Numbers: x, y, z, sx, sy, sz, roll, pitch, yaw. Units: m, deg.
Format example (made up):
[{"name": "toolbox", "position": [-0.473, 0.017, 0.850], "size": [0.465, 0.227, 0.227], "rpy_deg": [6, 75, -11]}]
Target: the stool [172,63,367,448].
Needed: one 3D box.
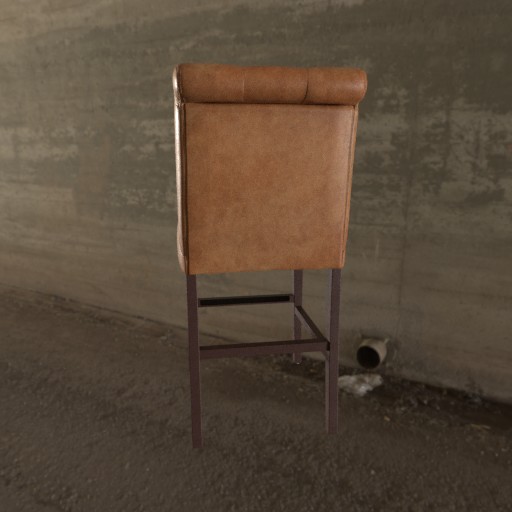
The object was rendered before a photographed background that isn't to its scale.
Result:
[{"name": "stool", "position": [0.000, 0.000, 1.410], "size": [0.493, 1.047, 0.601], "rpy_deg": [-2, 14, -9]}]
